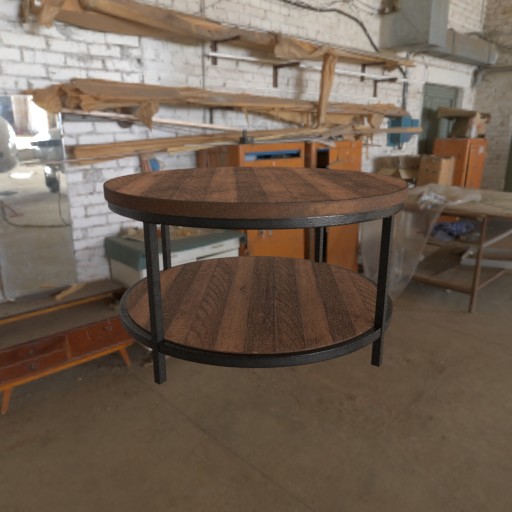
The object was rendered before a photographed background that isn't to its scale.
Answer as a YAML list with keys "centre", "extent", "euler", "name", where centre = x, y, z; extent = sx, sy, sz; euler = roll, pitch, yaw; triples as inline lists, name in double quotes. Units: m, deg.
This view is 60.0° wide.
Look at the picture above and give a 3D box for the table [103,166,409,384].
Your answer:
- centre: [0.000, 0.000, 1.343]
  extent: [0.837, 0.462, 0.837]
  euler: [0, 16, 0]
  name: "table"
